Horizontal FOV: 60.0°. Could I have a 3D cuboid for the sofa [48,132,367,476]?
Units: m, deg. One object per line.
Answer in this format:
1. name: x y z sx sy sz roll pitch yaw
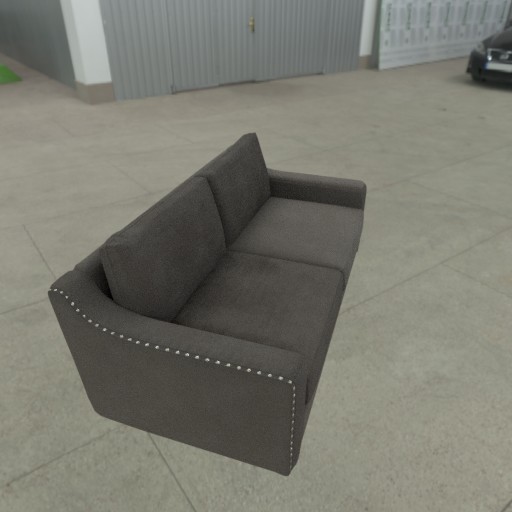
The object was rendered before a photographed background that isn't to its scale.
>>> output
1. sofa: 0.000 0.000 3.241 1.336 1.196 2.550 10 32 16
